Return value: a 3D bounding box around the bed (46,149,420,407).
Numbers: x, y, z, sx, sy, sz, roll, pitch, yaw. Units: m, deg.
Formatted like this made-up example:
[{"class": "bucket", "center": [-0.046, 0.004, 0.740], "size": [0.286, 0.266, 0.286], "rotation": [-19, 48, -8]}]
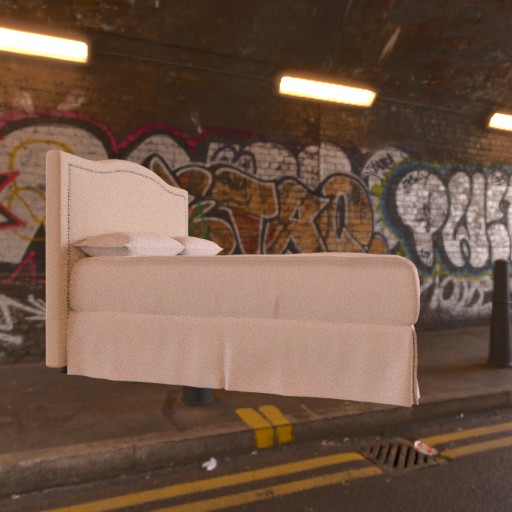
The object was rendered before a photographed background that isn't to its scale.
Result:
[{"class": "bed", "center": [0.000, 0.000, 3.186], "size": [2.143, 1.460, 1.753], "rotation": [0, 0, 17]}]
